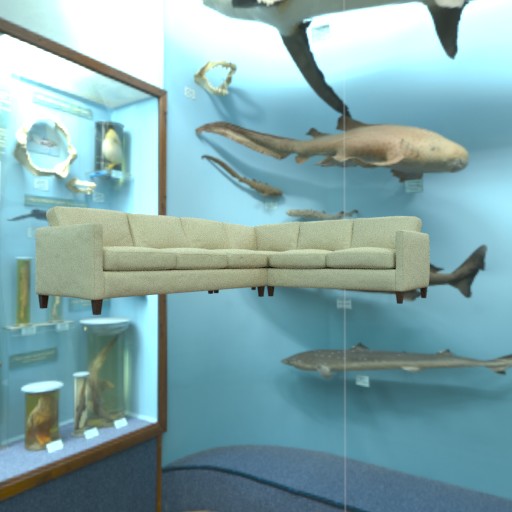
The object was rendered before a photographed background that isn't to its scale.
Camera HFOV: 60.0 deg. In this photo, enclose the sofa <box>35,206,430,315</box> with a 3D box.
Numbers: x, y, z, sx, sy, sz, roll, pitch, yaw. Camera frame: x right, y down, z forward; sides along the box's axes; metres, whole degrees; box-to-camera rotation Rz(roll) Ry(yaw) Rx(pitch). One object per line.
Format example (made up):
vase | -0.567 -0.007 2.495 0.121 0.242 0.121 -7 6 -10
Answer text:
sofa | 0.000 0.000 4.511 2.593 0.947 3.302 -1 -1 36
